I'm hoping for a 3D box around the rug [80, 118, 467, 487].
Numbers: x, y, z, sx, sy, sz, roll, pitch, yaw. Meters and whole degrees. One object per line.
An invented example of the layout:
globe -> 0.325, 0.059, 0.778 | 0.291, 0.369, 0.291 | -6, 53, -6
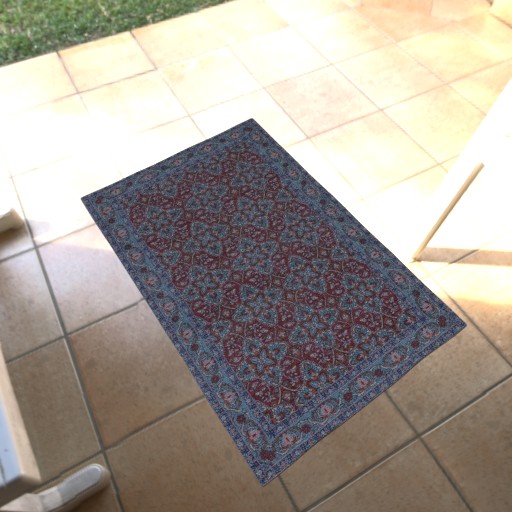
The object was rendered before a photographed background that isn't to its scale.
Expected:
rug -> 0.000, 0.000, 2.356 | 1.219, 0.009, 1.829 | -30, 62, -18
